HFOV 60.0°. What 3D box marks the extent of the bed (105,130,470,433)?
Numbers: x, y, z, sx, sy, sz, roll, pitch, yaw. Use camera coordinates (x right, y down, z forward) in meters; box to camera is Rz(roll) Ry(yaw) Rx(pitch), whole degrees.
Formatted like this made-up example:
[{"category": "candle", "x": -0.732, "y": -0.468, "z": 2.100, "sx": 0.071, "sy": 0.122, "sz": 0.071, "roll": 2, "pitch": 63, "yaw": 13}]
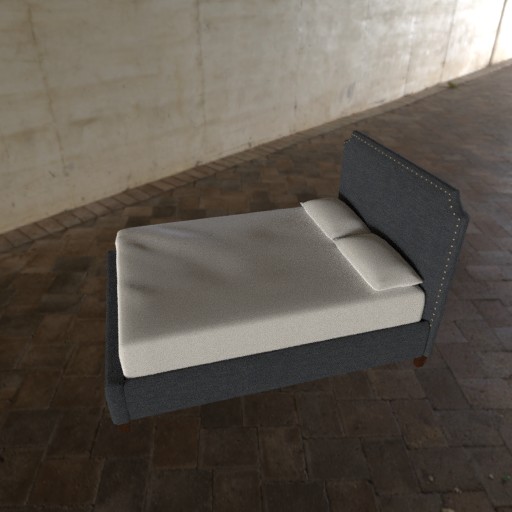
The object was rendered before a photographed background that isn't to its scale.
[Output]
[{"category": "bed", "x": 0.000, "y": 0.000, "z": 3.500, "sx": 2.372, "sy": 1.443, "sz": 1.713, "roll": -8, "pitch": 32, "yaw": -13}]
